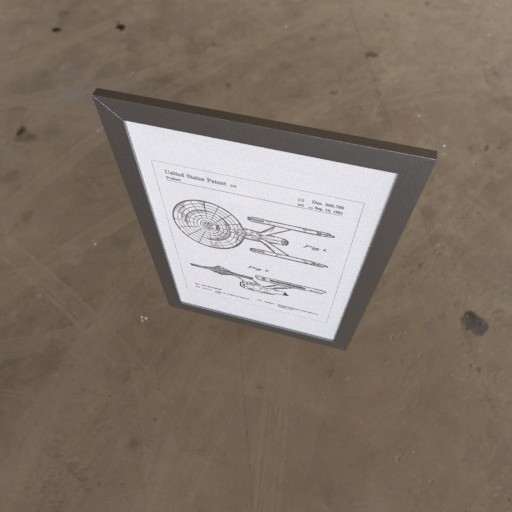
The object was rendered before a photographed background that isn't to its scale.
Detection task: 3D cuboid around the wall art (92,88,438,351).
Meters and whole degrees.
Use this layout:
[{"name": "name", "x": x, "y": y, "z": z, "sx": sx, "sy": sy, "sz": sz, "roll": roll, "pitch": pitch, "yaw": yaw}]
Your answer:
[{"name": "wall art", "x": 0.000, "y": 0.000, "z": 0.692, "sx": 0.376, "sy": 0.529, "sz": 0.013, "roll": 13, "pitch": 58, "yaw": 8}]
